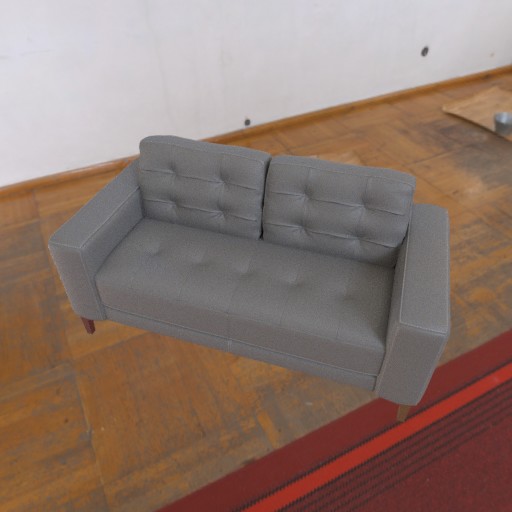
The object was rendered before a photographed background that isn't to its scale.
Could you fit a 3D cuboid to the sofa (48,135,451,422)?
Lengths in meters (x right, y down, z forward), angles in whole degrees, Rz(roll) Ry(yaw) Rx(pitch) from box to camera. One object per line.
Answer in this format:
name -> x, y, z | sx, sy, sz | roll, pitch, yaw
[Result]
sofa -> 0.000, 0.000, 2.163 | 1.726, 0.892, 0.833 | 12, 42, 14
